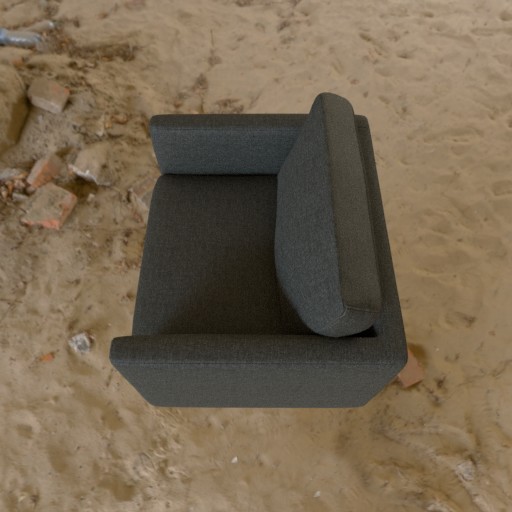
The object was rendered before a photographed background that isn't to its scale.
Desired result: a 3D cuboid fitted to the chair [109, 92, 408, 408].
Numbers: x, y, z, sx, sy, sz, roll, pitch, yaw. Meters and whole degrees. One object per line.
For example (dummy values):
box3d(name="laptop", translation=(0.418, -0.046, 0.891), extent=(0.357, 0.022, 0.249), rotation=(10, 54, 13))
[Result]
box3d(name="chair", translation=(0.000, 0.000, 1.842), extent=(0.959, 0.963, 1.107), rotation=(0, 60, 0))
